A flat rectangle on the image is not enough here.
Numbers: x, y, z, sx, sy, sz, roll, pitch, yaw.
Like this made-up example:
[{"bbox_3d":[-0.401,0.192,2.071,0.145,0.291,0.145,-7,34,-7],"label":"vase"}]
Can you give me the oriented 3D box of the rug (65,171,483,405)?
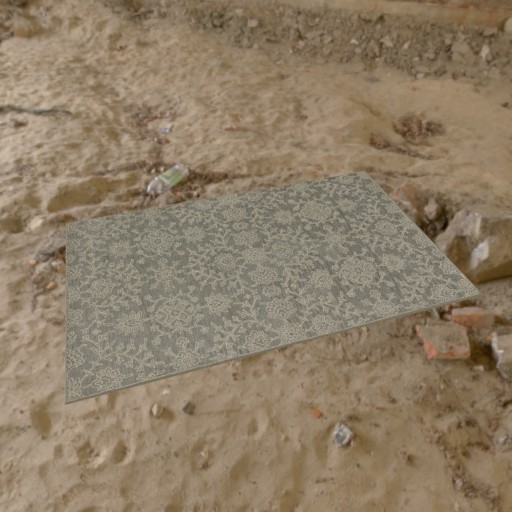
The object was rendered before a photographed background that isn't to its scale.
[{"bbox_3d":[0.000,0.000,2.970,2.430,0.010,1.515,-12,43,-13],"label":"rug"}]
